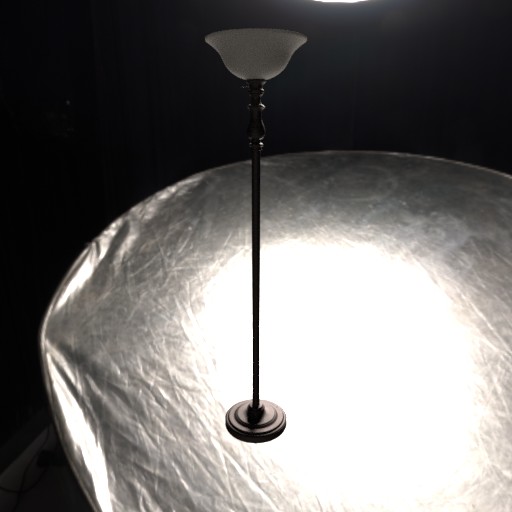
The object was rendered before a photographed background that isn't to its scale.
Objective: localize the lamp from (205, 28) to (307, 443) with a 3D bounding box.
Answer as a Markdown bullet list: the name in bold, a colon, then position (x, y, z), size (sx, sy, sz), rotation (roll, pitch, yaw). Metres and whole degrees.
- **lamp**: position (0.000, 0.000, 2.015), size (0.405, 1.797, 0.405), rotation (3, 17, 9)
